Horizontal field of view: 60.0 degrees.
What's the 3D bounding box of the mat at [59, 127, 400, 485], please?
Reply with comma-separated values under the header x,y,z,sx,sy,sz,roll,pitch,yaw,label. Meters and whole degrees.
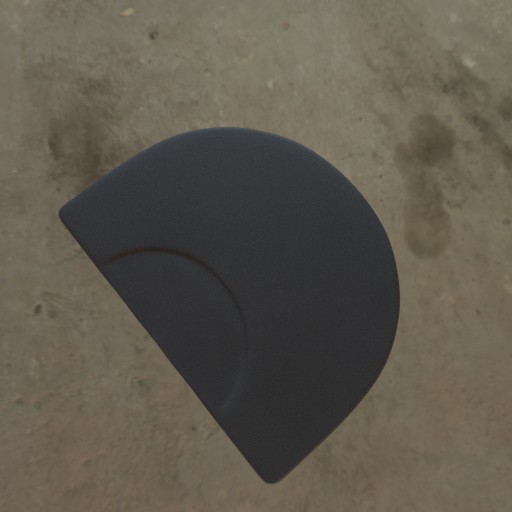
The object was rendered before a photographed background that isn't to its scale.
x,y,z,sx,sy,sz,roll,pitch,yaw,label
0.000,0.000,1.586,0.917,0.016,1.220,-39,78,-10,mat
